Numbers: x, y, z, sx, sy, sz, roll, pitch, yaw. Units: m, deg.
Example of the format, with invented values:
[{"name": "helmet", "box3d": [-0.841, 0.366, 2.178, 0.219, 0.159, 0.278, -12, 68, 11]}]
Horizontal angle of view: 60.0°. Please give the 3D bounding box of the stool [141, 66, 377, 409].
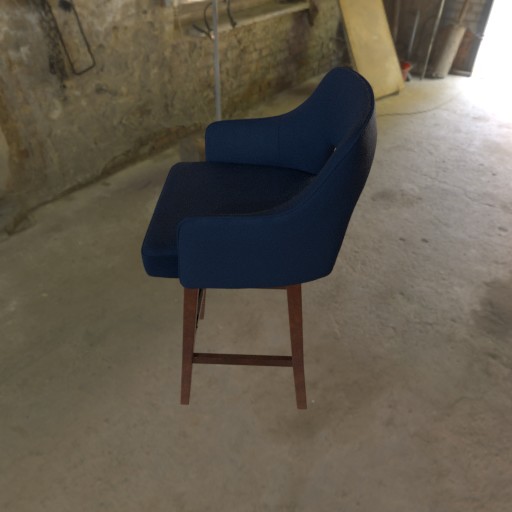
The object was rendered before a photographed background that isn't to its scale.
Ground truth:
[{"name": "stool", "box3d": [0.000, 0.000, 1.369, 0.560, 1.041, 0.550, 2, 41, 2]}]
